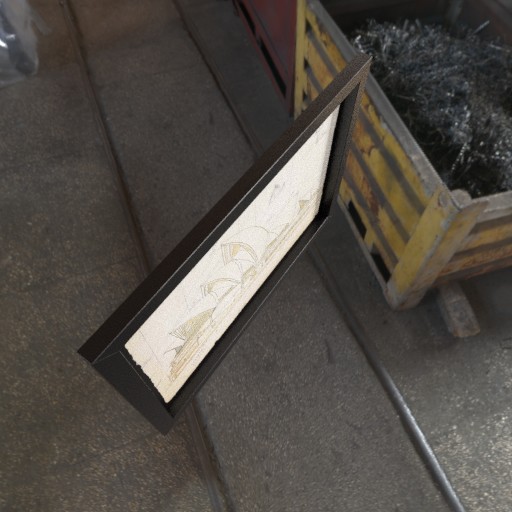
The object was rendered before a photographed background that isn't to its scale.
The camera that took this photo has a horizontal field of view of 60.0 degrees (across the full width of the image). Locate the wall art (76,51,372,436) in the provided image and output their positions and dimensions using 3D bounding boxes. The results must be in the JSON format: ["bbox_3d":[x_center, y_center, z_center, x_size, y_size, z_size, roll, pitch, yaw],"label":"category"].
[{"bbox_3d":[0.000,0.000,0.819,0.027,0.458,0.657,31,64,17],"label":"wall art"}]
